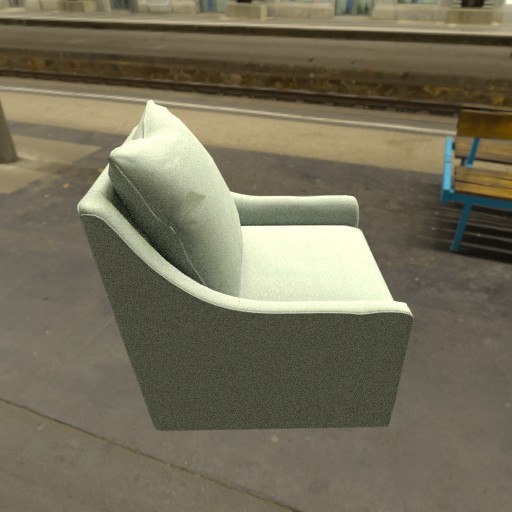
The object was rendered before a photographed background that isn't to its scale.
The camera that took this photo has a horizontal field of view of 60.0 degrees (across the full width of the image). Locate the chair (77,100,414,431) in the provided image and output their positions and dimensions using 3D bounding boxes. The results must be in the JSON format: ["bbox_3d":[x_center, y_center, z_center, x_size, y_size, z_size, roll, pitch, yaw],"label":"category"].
[{"bbox_3d":[0.000,0.000,1.533,0.870,0.926,0.760,-1,32,-1],"label":"chair"}]
